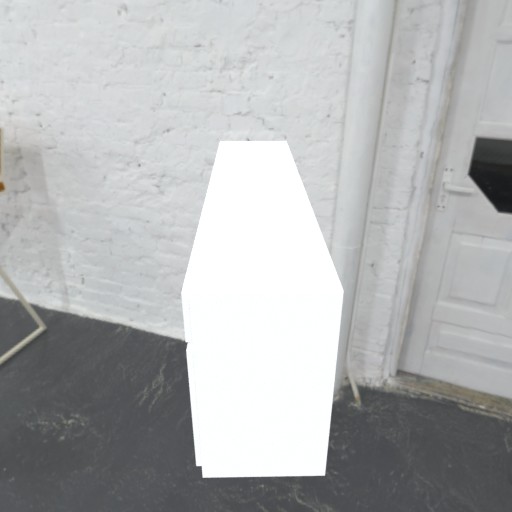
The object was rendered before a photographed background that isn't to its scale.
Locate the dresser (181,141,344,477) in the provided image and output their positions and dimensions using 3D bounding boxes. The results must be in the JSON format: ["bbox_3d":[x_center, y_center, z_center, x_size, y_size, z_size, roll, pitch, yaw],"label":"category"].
[{"bbox_3d":[0.000,0.000,2.534,0.500,0.840,2.200,0,26,-1],"label":"dresser"}]
